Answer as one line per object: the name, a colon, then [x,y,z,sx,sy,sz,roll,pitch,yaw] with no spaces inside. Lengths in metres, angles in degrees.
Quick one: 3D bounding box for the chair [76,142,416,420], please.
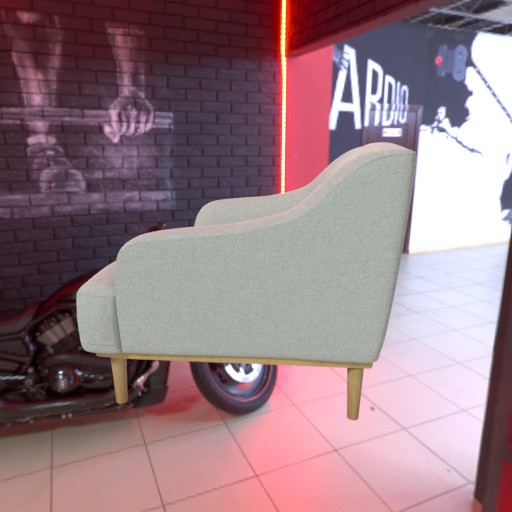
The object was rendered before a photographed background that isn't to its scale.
chair: [0.000,0.000,1.651,0.951,0.818,0.946,2,14,8]
